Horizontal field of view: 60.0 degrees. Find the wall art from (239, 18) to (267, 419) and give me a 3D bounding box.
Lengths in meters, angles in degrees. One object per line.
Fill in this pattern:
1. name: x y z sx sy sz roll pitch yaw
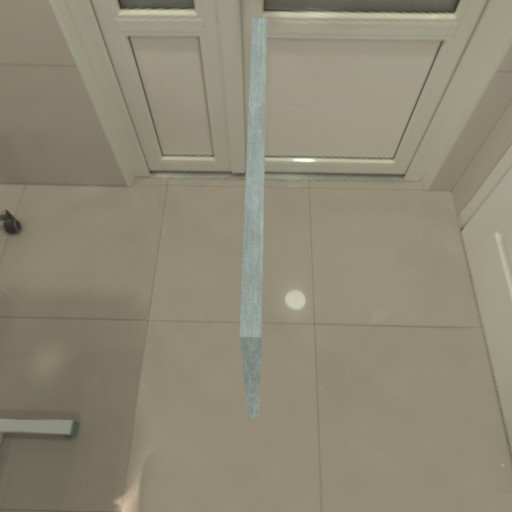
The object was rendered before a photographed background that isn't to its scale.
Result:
1. wall art: 0.000 0.000 0.794 0.022 0.582 0.479 1 62 1
